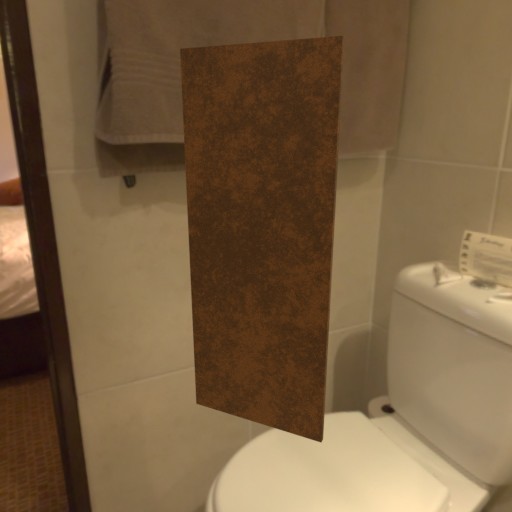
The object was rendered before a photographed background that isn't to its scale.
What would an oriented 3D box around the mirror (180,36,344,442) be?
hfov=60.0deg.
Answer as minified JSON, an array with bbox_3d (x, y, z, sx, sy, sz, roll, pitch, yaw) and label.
[{"bbox_3d":[0.000,0.000,2.321,0.812,2.031,0.032,8,19,24],"label":"mirror"}]
